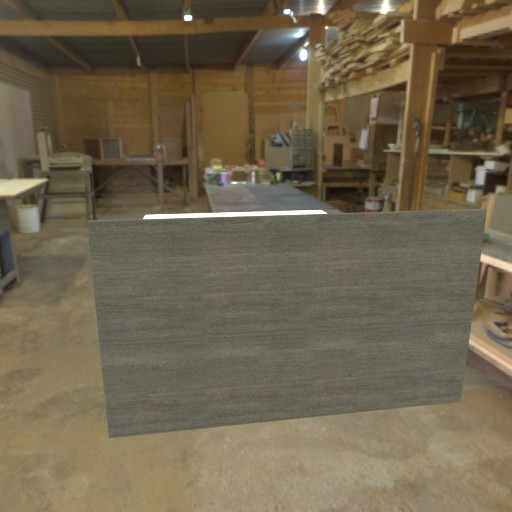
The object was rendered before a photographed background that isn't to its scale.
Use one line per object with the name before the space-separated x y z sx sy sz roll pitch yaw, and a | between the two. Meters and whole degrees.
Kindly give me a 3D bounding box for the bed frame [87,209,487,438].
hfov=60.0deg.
bed frame | 0.000 0.000 2.520 1.400 0.800 1.900 -3 15 -9
